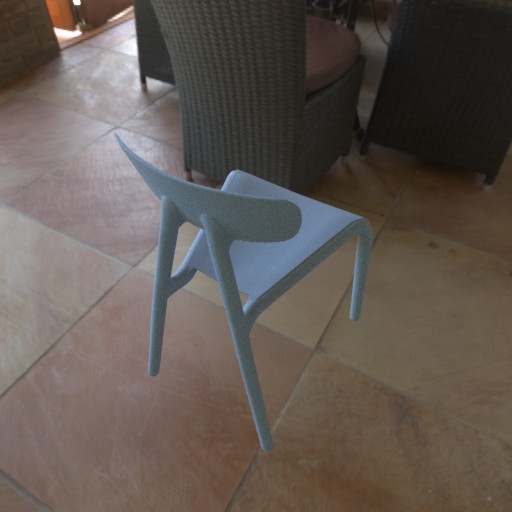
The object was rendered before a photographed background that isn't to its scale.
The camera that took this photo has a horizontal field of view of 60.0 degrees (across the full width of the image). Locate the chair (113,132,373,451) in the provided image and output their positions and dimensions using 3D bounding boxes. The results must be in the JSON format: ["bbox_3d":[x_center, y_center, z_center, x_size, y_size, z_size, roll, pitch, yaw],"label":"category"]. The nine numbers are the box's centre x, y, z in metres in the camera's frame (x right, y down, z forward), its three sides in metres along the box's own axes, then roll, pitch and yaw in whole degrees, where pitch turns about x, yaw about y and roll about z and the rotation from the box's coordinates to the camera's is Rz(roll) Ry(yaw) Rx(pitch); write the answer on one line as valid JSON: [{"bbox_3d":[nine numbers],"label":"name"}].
[{"bbox_3d":[0.000,0.000,0.829,0.356,0.580,0.401,25,51,22],"label":"chair"}]
